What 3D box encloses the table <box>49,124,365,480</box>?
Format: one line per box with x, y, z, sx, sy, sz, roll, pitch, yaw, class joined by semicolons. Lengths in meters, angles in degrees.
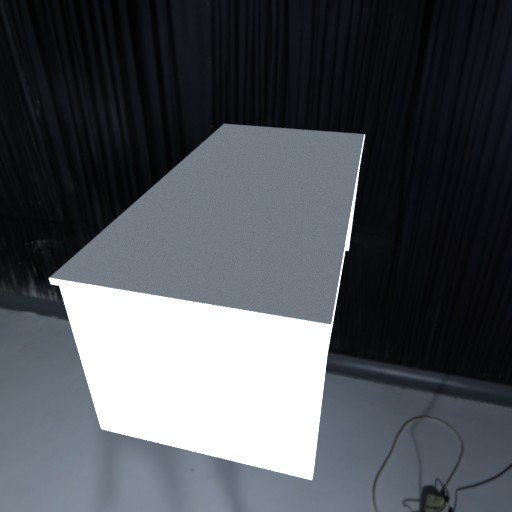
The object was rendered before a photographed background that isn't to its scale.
0.000;0.000;1.259;0.500;0.441;1.000;8;33;12;table
